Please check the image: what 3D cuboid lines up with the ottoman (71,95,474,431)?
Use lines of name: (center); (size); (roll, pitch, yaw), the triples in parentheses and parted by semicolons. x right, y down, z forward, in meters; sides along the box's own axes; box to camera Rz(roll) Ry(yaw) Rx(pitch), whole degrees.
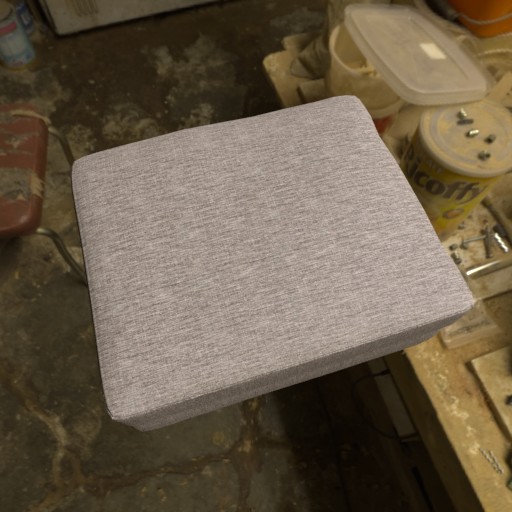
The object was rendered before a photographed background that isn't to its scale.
ottoman: (0.000, 0.000, 1.451); (0.994, 0.492, 0.839); (-16, 64, -8)
